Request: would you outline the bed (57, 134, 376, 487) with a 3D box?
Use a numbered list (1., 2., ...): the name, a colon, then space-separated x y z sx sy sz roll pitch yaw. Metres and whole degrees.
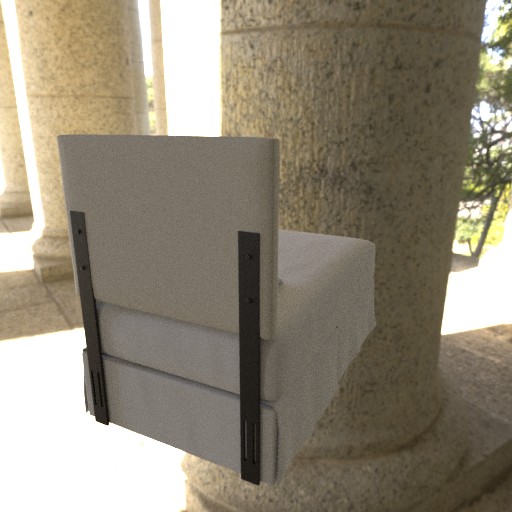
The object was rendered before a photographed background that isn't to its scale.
1. bed: 0.000 0.000 2.905 1.261 1.571 1.997 8 19 26
